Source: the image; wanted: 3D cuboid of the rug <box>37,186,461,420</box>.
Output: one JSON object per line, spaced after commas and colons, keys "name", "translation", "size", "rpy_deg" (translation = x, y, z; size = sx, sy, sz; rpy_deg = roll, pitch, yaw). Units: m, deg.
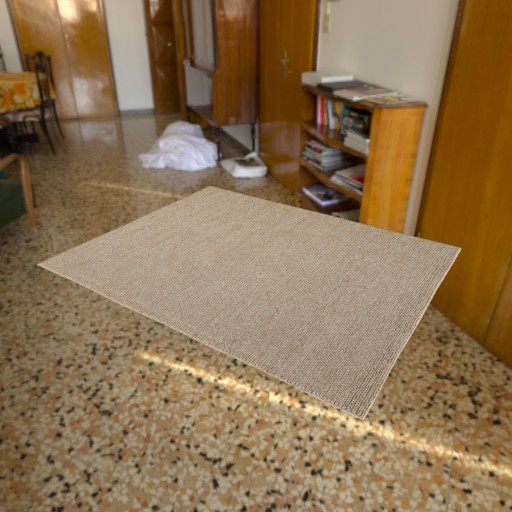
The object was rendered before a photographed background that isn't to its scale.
{"name": "rug", "translation": [0.000, 0.000, 4.033], "size": [3.034, 0.012, 2.406], "rpy_deg": [18, 34, 29]}
